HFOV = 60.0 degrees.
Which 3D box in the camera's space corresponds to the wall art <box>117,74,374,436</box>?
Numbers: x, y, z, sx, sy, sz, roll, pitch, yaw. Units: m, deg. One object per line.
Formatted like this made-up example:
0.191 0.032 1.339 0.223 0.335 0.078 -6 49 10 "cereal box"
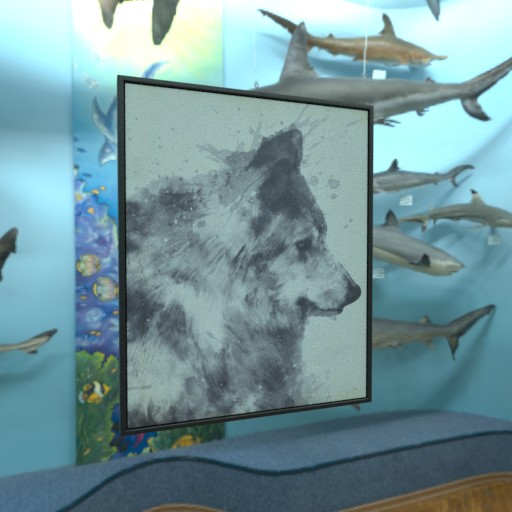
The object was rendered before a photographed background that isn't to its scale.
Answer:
0.000 0.000 0.761 0.451 0.551 0.028 -1 2 -19 "wall art"
